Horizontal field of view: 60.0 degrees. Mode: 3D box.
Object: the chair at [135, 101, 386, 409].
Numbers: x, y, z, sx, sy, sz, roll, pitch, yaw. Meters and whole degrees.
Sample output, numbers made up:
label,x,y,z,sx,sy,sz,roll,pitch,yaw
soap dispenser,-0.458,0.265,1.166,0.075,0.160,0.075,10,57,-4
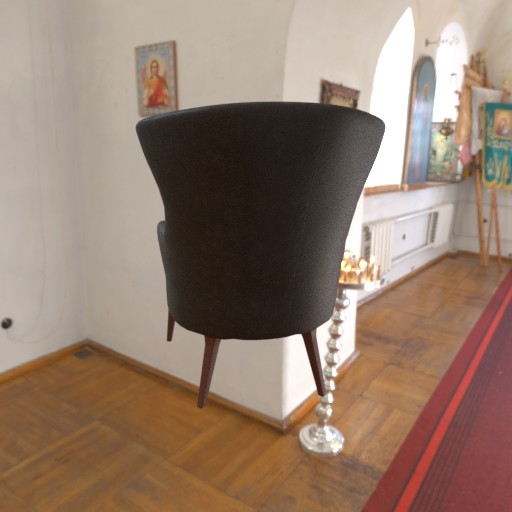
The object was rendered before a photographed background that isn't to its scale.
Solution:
label,x,y,z,sx,sy,sz,roll,pitch,yaw
chair,0.000,0.000,1.734,0.819,1.068,0.954,-2,15,-9
